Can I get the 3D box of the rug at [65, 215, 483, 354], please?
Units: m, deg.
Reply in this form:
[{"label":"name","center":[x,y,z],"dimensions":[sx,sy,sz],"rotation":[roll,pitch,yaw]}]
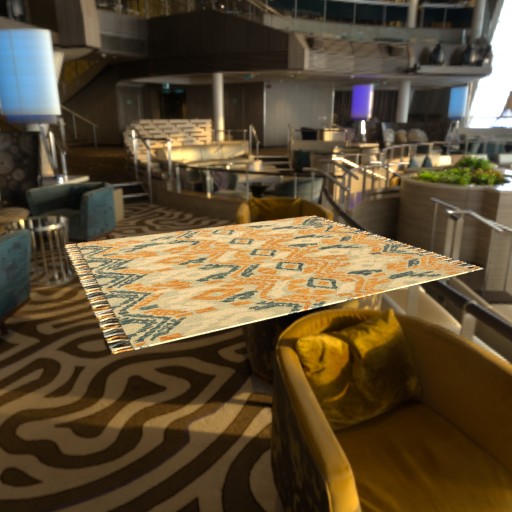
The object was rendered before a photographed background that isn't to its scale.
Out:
[{"label":"rug","center":[0.000,0.000,4.078],"dimensions":[3.048,0.010,2.439],"rotation":[-9,19,-27]}]
